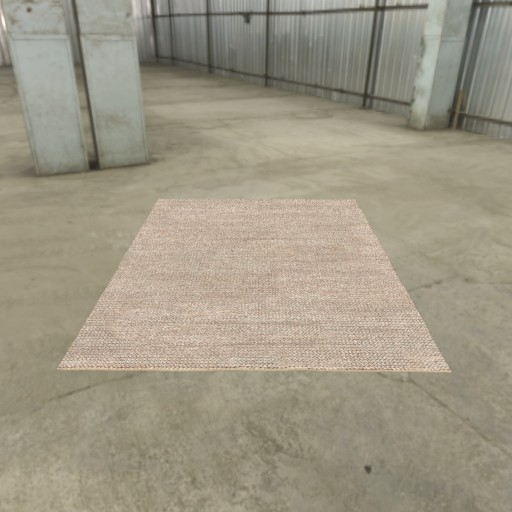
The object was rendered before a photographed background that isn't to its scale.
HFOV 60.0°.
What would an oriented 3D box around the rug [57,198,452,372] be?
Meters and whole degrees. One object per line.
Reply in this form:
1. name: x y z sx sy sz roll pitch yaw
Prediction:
1. rug: 0.000 0.000 4.061 2.429 0.030 3.052 0 27 0
